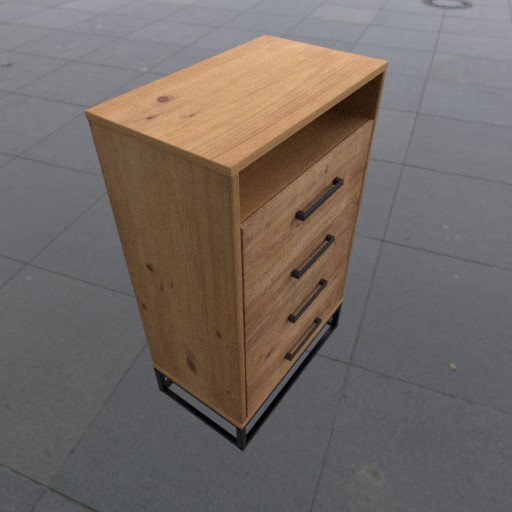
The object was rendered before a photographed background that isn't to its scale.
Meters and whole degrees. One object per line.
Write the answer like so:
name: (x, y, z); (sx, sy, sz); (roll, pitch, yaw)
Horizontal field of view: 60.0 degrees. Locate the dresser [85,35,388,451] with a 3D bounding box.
dresser: (0.000, 0.000, 1.603); (0.479, 1.240, 0.761); (26, 48, 26)
